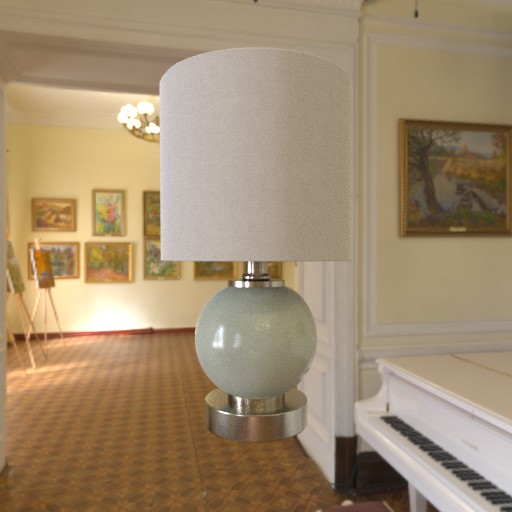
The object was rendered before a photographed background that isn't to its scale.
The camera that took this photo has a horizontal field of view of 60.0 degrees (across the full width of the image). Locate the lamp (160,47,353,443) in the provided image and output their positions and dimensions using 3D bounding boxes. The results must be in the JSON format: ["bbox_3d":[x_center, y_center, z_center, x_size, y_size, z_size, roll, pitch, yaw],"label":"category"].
[{"bbox_3d":[0.000,0.000,0.473,0.201,0.353,0.201,0,0,1],"label":"lamp"}]
